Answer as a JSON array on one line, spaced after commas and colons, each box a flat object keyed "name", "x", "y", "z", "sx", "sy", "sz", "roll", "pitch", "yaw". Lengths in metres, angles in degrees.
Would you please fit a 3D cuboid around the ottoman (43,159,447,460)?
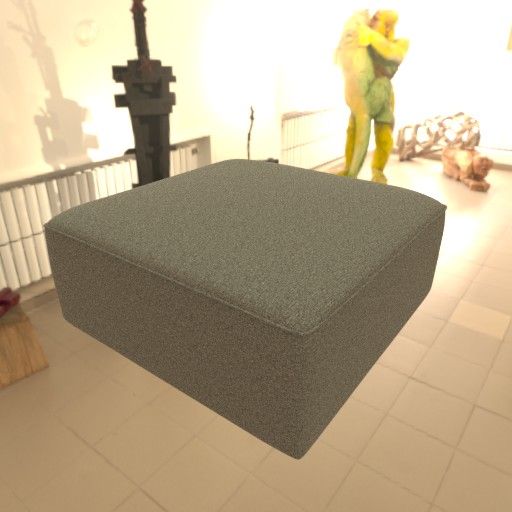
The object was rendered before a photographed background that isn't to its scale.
[{"name": "ottoman", "x": 0.000, "y": 0.000, "z": 1.587, "sx": 1.015, "sy": 0.464, "sz": 1.005, "roll": 19, "pitch": 32, "yaw": 32}]
